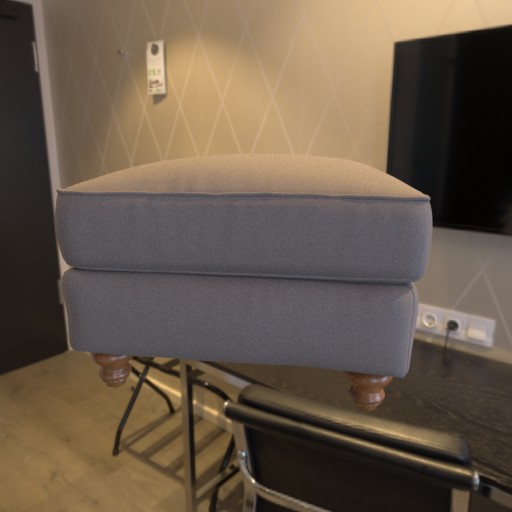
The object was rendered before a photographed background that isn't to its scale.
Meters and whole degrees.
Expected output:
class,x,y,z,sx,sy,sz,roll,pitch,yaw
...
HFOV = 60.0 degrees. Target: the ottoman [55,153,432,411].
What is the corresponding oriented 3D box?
class,x,y,z,sx,sy,sz,roll,pitch,yaw
ottoman,0.000,0.000,1.122,0.721,0.505,0.662,2,14,9
